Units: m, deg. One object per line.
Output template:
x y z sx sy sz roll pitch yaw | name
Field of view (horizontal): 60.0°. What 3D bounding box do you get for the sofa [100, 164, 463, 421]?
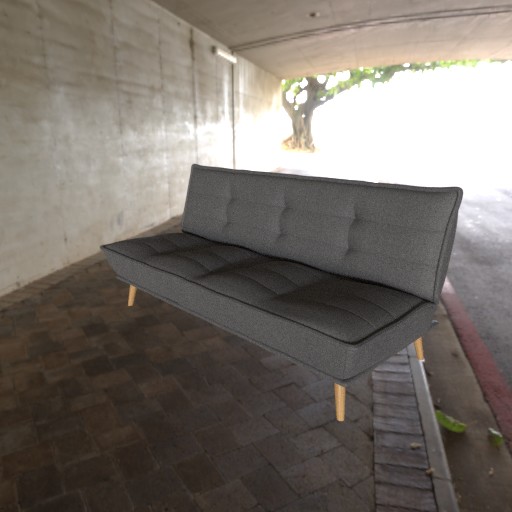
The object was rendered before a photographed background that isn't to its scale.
0.000 0.000 2.485 0.950 0.890 1.940 -15 22 -42 | sofa
